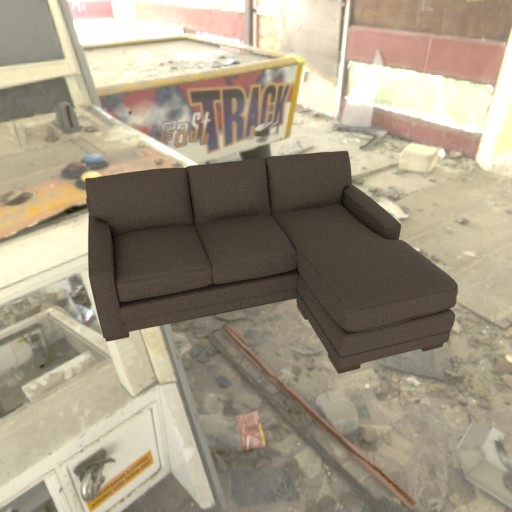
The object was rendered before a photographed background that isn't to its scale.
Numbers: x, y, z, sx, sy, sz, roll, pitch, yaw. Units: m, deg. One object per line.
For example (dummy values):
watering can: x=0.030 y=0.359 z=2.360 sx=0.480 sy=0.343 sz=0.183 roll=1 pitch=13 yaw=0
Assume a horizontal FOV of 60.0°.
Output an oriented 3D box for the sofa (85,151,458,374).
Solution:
sofa: x=0.000 y=0.000 z=3.334 sx=2.370 sy=0.973 sz=1.790 roll=-10 pitch=34 yaw=-15
